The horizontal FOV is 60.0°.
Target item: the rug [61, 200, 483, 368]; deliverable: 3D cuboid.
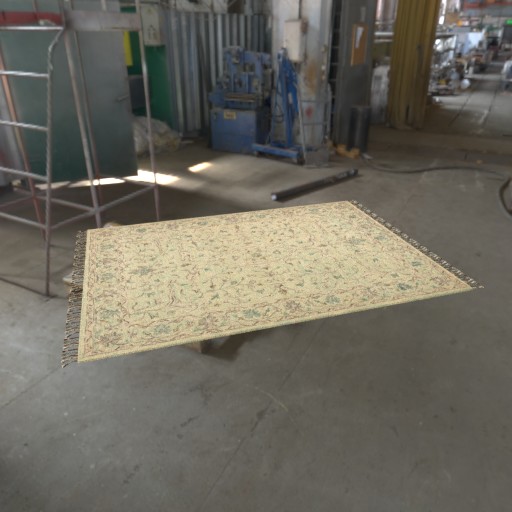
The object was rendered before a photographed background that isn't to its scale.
[{"bbox_3d":[0.000,0.000,2.301,1.802,0.008,1.247,-8,28,-15],"label":"rug"}]
